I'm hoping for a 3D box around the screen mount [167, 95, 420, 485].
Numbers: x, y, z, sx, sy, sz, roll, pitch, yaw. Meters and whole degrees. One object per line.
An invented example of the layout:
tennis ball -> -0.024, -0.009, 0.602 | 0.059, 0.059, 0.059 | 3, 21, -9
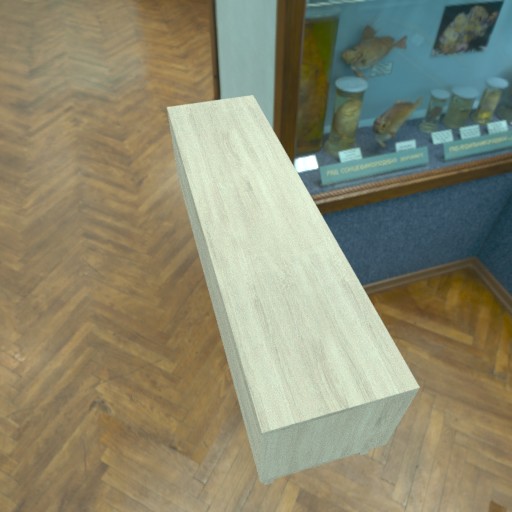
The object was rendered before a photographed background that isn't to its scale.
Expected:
screen mount -> 0.000, 0.000, 1.713 | 0.400, 0.510, 1.500 | -12, 49, -11
